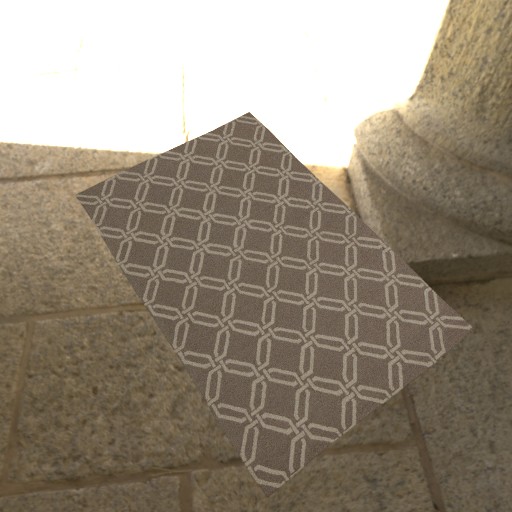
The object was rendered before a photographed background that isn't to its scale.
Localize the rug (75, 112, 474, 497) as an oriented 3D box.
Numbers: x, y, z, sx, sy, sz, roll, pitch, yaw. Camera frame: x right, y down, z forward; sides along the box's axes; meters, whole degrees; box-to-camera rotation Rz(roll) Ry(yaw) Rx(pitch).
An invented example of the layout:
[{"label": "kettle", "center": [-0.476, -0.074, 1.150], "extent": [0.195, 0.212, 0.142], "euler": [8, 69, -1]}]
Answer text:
[{"label": "rug", "center": [0.000, 0.000, 2.155], "extent": [1.142, 0.010, 1.748], "euler": [-31, 63, -18]}]
